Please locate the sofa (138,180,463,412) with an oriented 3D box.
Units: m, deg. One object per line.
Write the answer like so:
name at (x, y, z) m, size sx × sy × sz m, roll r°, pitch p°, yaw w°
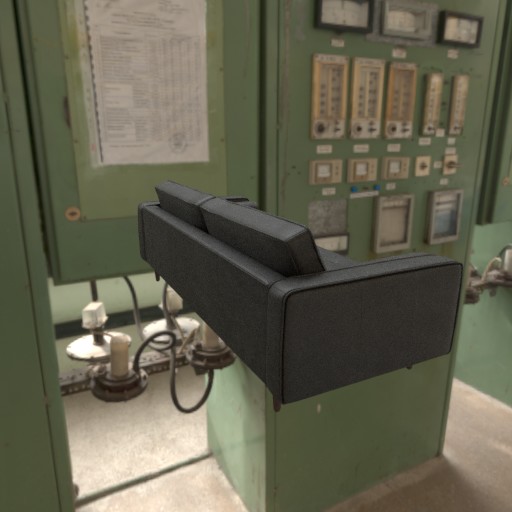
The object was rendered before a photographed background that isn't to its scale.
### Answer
sofa at (0.000, 0.000, 2.652) m, size 0.914 × 0.762 × 2.210 m, roll -8°, pitch 18°, yaw -26°
